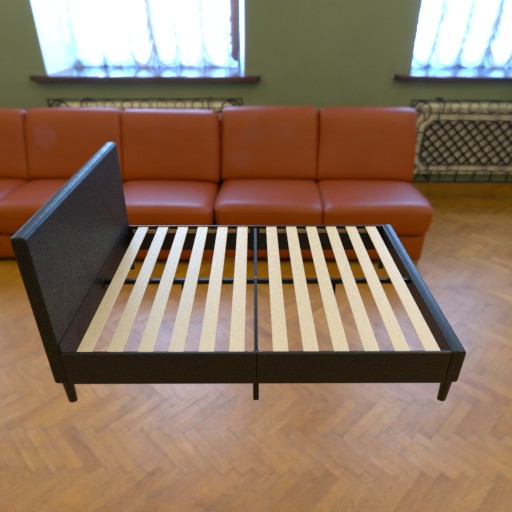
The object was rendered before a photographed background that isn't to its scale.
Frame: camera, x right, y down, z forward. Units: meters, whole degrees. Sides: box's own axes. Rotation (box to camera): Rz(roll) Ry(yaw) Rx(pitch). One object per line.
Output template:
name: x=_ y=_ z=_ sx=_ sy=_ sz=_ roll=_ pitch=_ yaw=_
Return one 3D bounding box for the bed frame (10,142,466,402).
bed frame: x=0.000 y=0.000 z=2.818 sx=2.152 sy=1.046 sz=1.469 roll=0 pitch=30 yaw=0
